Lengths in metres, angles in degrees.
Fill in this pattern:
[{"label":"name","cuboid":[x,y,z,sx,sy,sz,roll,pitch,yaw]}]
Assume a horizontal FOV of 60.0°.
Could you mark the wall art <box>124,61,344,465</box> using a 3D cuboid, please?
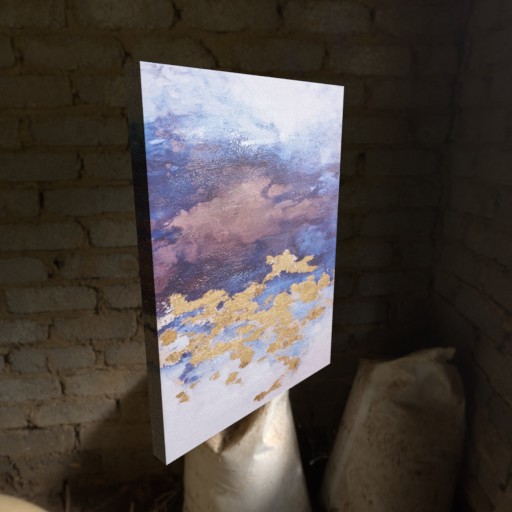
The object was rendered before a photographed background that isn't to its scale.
[{"label":"wall art","cuboid":[0.000,0.000,0.772,0.036,0.581,0.437,15,21,42]}]
